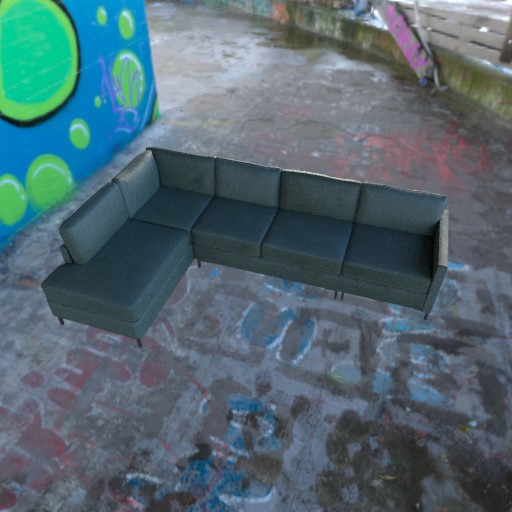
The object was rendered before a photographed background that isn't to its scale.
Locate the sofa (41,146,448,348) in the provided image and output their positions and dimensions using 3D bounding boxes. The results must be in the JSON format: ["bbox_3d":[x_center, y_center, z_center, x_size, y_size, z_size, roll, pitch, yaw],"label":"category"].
[{"bbox_3d":[0.000,0.000,4.257,3.384,0.996,2.048,12,43,14],"label":"sofa"}]
